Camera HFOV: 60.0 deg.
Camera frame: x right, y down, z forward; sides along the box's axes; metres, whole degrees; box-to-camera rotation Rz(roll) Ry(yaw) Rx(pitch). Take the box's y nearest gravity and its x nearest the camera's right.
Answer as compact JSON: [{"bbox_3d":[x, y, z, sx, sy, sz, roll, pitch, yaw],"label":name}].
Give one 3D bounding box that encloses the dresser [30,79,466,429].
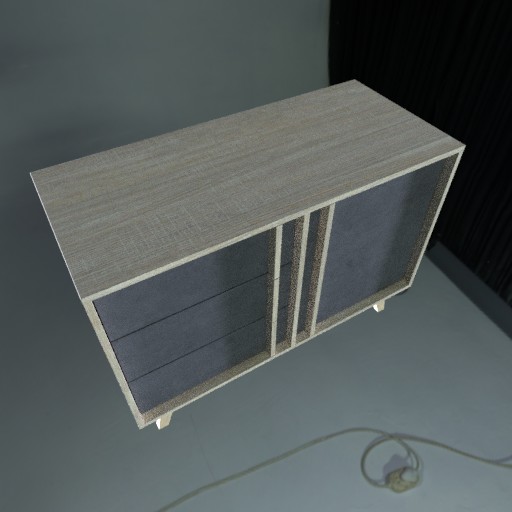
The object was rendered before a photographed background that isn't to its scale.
[{"bbox_3d":[0.000,0.000,1.512,1.110,0.780,0.500,-23,50,-21],"label":"dresser"}]
